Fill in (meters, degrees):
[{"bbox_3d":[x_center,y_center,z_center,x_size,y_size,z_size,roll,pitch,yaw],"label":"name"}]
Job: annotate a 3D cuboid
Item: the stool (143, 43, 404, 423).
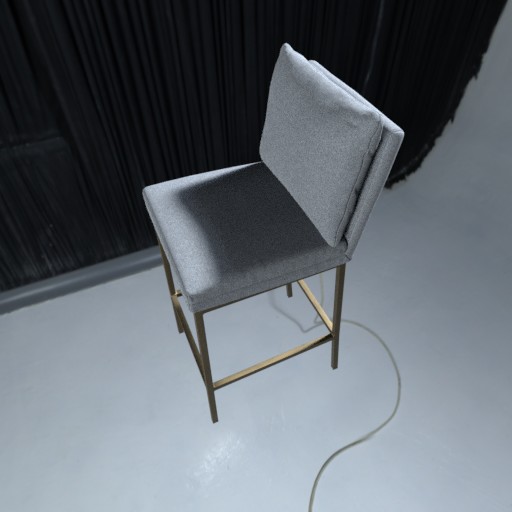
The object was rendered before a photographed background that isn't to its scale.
[{"bbox_3d":[0.000,0.000,1.428,0.569,1.130,0.463,-18,49,-16],"label":"stool"}]
